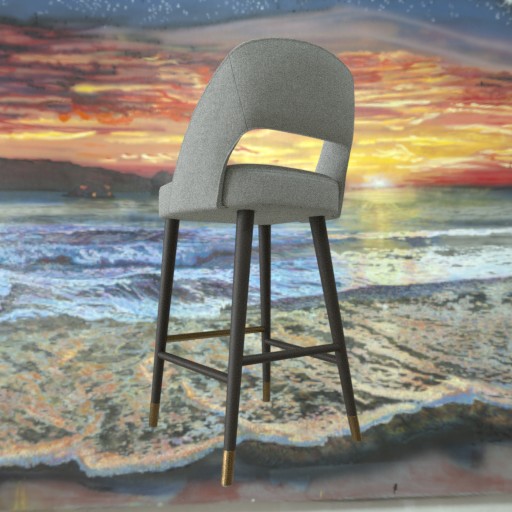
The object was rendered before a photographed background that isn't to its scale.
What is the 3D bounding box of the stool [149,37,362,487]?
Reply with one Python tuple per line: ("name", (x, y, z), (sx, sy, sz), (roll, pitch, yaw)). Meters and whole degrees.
("stool", (0.000, 0.000, 1.281), (0.494, 1.037, 0.509), (1, -1, -35))
